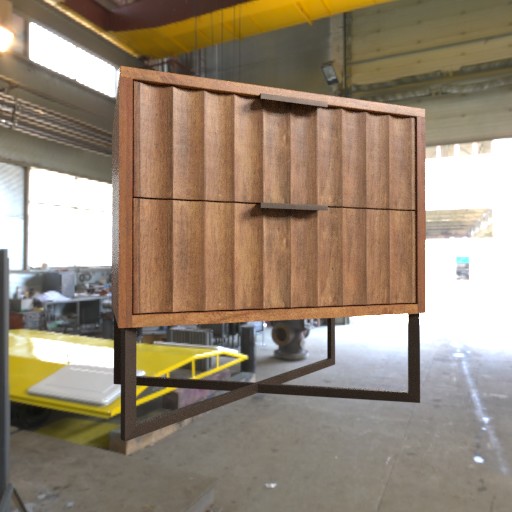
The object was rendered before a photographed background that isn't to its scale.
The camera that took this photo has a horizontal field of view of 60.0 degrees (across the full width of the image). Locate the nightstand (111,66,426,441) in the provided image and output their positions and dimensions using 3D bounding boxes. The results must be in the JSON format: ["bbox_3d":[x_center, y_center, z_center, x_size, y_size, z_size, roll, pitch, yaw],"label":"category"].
[{"bbox_3d":[0.000,0.000,1.008,0.613,0.615,0.427,0,-1,-20],"label":"nightstand"}]
